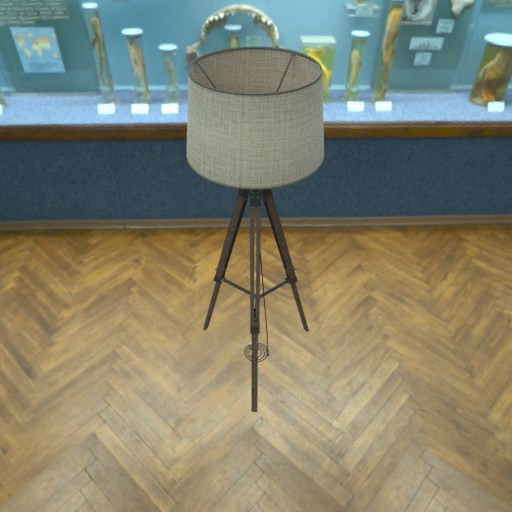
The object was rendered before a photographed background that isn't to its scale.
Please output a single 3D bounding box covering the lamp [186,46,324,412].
[{"bbox_3d":[0.000,0.000,1.864,0.604,1.510,0.587,0,42,0],"label":"lamp"}]
